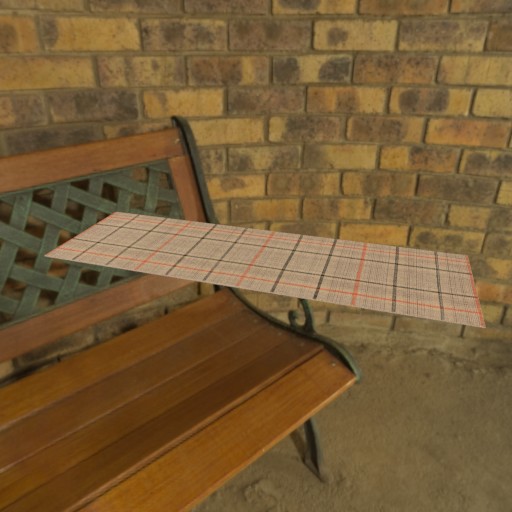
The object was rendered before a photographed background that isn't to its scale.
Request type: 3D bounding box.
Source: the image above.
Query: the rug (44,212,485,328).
[{"bbox_3d":[0.000,0.000,2.677,2.439,0.008,0.762,8,28,15],"label":"rug"}]
